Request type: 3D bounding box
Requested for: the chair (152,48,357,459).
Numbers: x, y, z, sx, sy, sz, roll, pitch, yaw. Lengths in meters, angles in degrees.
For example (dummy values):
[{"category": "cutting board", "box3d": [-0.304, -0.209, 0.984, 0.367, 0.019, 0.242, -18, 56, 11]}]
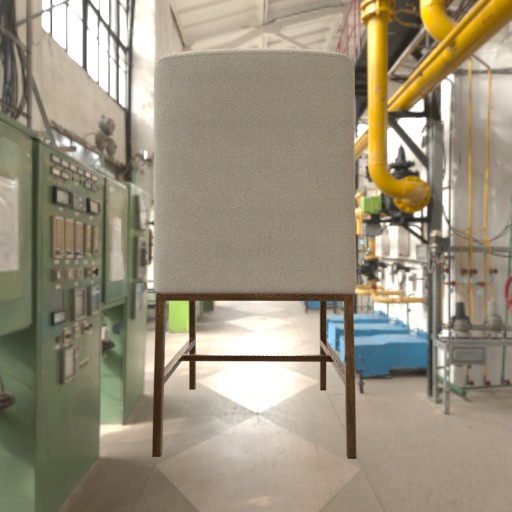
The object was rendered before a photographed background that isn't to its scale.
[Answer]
[{"category": "chair", "box3d": [0.000, 0.000, 1.271, 0.503, 0.933, 0.597, 0, 0, 1]}]
